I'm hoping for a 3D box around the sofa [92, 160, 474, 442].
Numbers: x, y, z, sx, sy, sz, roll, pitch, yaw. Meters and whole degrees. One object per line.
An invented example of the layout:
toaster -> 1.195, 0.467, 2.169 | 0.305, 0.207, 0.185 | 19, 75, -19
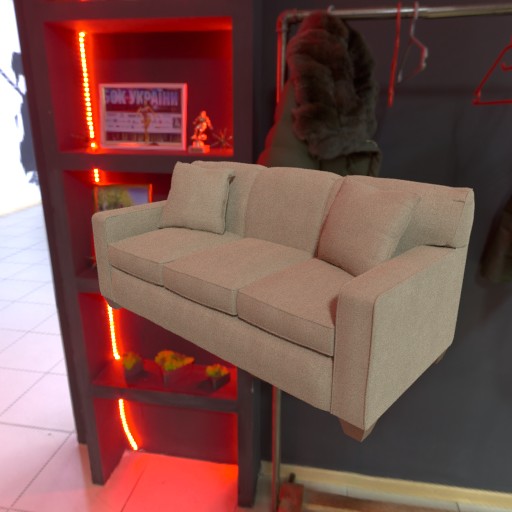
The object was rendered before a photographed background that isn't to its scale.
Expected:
sofa -> 0.000, 0.000, 2.558 | 2.024, 0.958, 0.997 | 16, 24, 40
